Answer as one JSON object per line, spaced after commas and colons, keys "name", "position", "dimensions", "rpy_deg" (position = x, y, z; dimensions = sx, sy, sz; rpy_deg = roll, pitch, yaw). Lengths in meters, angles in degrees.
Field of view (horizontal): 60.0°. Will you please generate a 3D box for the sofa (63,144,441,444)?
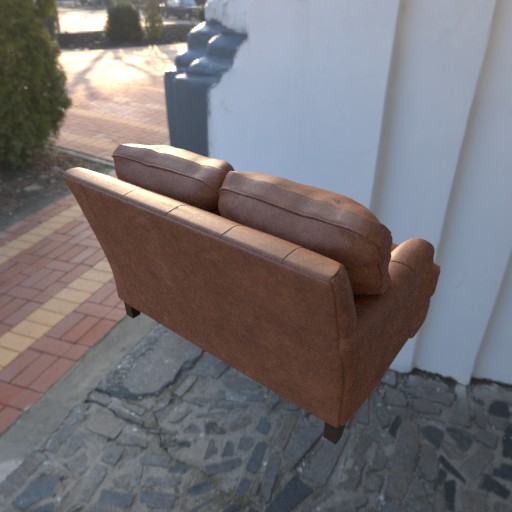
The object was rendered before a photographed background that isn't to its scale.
{"name": "sofa", "position": [0.000, 0.000, 2.198], "dimensions": [1.527, 1.004, 1.077], "rpy_deg": [22, 37, 32]}
